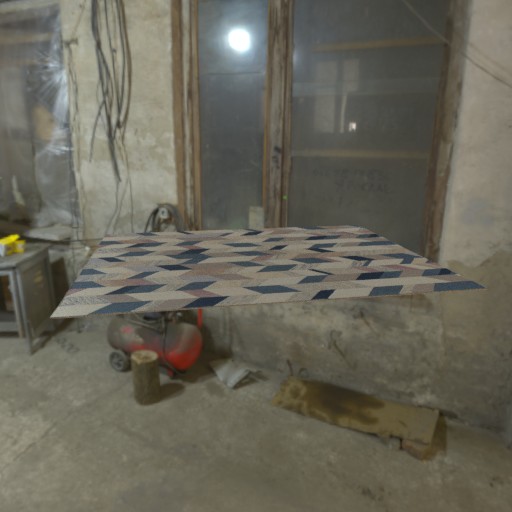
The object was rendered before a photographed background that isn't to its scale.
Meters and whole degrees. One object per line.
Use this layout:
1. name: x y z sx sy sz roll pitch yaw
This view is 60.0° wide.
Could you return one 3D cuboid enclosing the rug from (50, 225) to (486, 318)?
1. rug: 0.000 0.000 4.199 3.072 0.011 2.451 -3 16 -10
